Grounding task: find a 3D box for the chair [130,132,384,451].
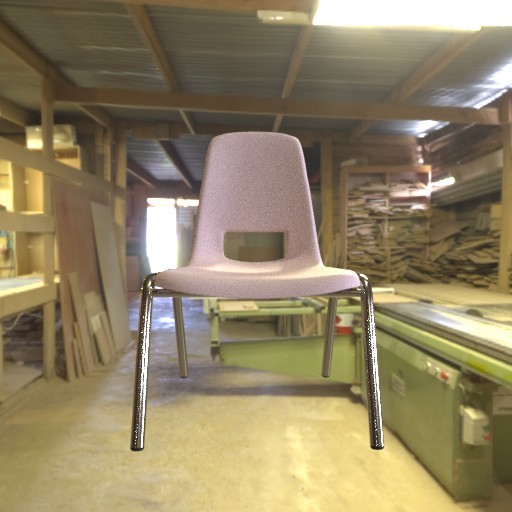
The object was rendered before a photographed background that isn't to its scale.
[{"bbox_3d":[0.000,0.000,0.796,0.354,0.537,0.385,0,1,-1],"label":"chair"}]
